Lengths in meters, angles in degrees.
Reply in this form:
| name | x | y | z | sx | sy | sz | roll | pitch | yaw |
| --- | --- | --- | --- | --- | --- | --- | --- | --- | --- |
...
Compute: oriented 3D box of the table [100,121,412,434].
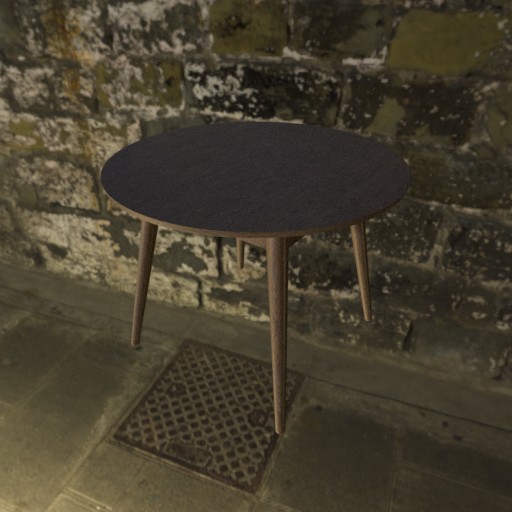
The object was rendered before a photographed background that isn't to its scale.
| name | x | y | z | sx | sy | sz | roll | pitch | yaw |
| --- | --- | --- | --- | --- | --- | --- | --- | --- | --- |
| table | 0.000 | 0.000 | 1.769 | 1.053 | 0.786 | 1.053 | 0 | 32 | 0 |
